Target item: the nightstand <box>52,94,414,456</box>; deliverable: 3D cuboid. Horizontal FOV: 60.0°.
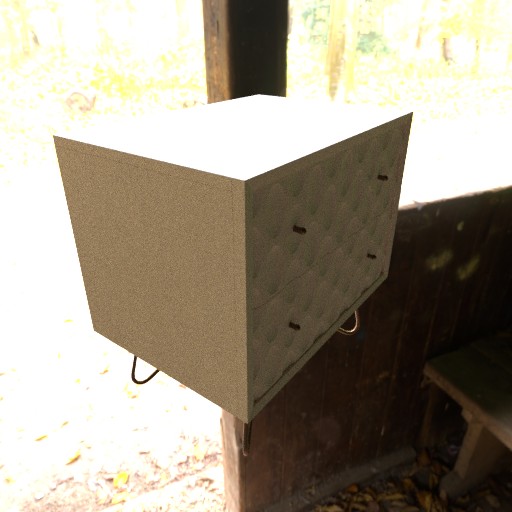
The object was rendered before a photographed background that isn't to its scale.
[{"bbox_3d":[0.000,0.000,1.023,0.447,0.604,0.614,19,33,32],"label":"nightstand"}]
